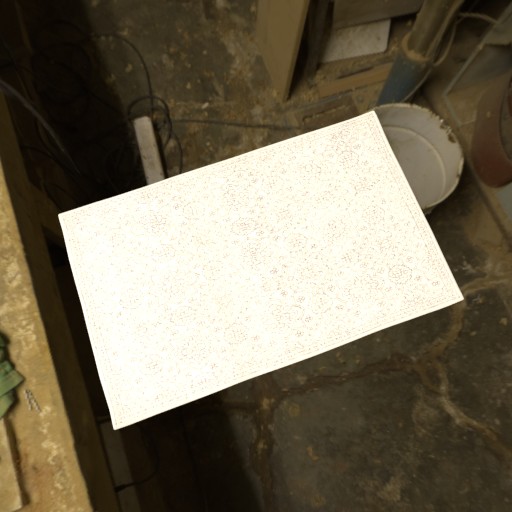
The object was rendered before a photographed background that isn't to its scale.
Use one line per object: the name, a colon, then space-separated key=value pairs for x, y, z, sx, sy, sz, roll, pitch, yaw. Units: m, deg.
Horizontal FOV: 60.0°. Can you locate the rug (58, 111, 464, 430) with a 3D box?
rug: x=0.000 y=0.000 z=3.046 sx=2.434 sy=0.023 sz=1.518 roll=-19 pitch=76 yaw=-5
